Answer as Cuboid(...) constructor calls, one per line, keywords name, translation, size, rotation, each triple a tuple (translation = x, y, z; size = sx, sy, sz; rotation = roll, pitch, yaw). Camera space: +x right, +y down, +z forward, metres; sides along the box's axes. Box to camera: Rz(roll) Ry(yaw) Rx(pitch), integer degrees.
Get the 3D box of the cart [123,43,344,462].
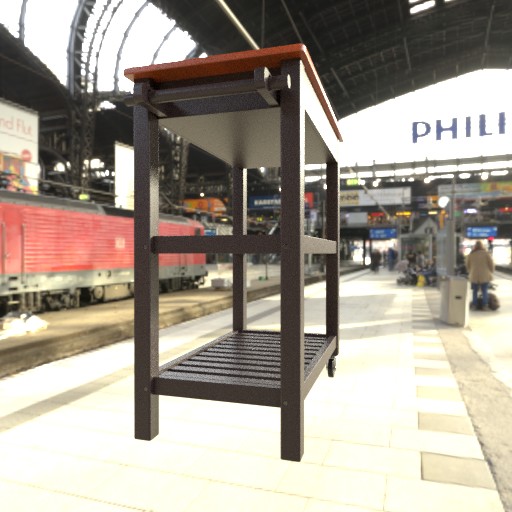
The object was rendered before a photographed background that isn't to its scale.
Cuboid(name="cart", translation=(0.000, 0.000, 1.399), size=(0.457, 0.927, 0.899), rotation=(0, 0, 17))
